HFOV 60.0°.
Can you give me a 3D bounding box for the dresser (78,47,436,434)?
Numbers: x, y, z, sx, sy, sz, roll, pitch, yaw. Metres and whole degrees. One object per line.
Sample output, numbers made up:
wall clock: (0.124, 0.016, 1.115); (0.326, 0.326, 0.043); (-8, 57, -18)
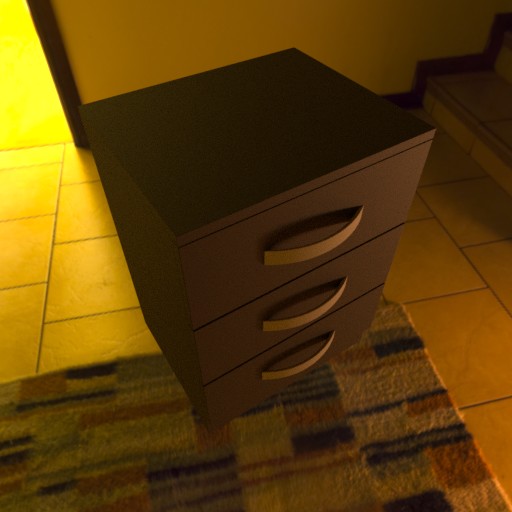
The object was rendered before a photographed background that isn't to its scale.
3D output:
dresser: (0.000, 0.000, 0.834); (0.400, 0.560, 0.360); (-25, 52, -22)
